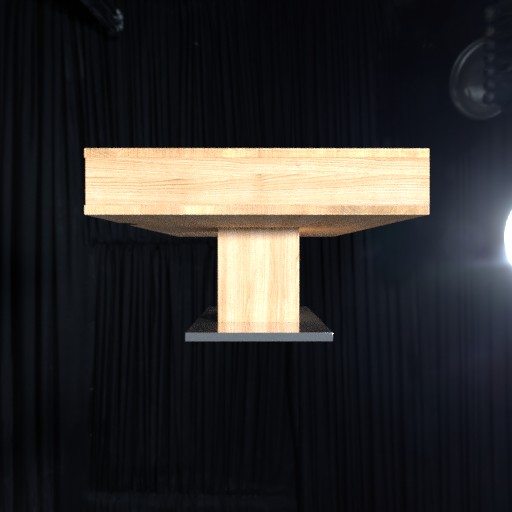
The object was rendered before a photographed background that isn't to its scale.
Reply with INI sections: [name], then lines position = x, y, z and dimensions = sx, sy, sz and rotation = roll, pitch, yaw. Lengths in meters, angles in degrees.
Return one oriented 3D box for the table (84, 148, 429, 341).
[table]
position = 0.000, 0.000, 1.447
dimensions = 0.700, 0.440, 1.100
rotation = 0, 0, 0
